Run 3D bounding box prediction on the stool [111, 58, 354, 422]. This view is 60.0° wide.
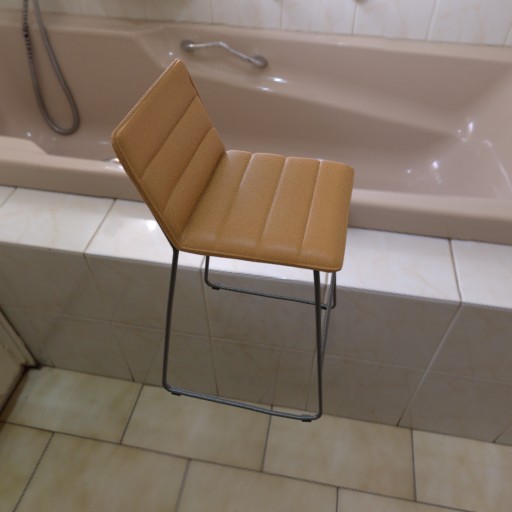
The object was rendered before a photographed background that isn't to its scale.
[{"bbox_3d":[0.000,0.000,1.261,0.524,0.936,0.489,9,47,9],"label":"stool"}]
